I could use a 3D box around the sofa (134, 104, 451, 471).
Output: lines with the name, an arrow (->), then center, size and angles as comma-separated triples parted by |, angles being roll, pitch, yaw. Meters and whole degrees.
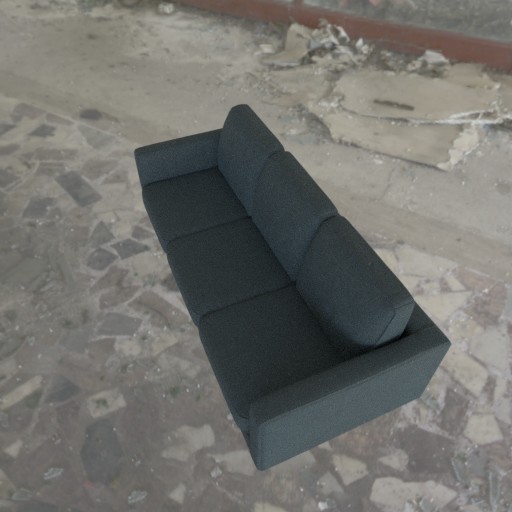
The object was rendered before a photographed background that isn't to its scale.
sofa -> 0.000, 0.000, 2.549 | 0.935, 0.945, 2.013 | -18, 49, -16
